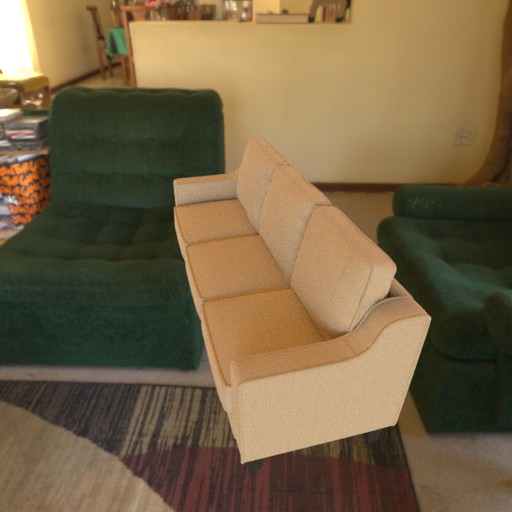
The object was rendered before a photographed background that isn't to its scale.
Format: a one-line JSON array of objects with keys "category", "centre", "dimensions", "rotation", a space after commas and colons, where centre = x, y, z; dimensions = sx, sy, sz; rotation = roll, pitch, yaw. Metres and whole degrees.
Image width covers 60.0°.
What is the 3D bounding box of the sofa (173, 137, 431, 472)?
[{"category": "sofa", "centre": [0.000, 0.000, 2.594], "dimensions": [0.791, 0.902, 2.131], "rotation": [-8, 31, -13]}]
